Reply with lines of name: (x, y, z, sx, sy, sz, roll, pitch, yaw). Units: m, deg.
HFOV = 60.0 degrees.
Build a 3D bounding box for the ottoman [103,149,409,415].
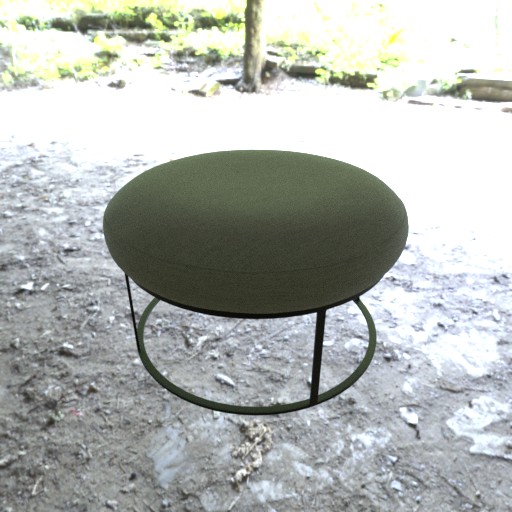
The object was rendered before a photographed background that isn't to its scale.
ottoman: (0.000, 0.000, 1.230, 0.769, 0.459, 0.769, 0, 29, 0)
